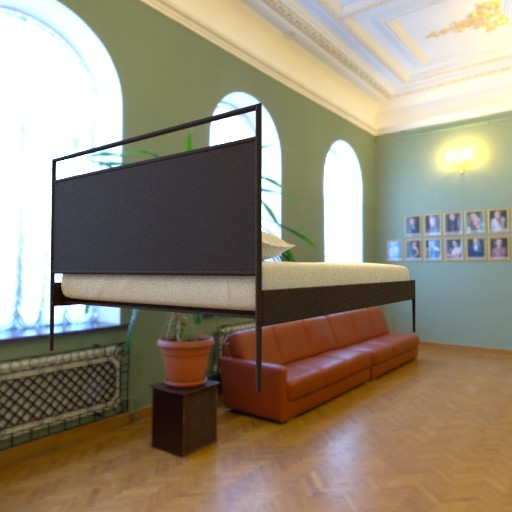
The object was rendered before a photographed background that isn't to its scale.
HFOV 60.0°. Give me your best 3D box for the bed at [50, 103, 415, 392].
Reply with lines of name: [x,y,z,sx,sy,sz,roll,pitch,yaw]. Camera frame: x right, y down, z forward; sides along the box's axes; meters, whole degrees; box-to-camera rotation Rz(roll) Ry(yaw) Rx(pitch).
bed: [0.000,0.000,3.103,1.572,1.173,2.122,-1,-2,36]
